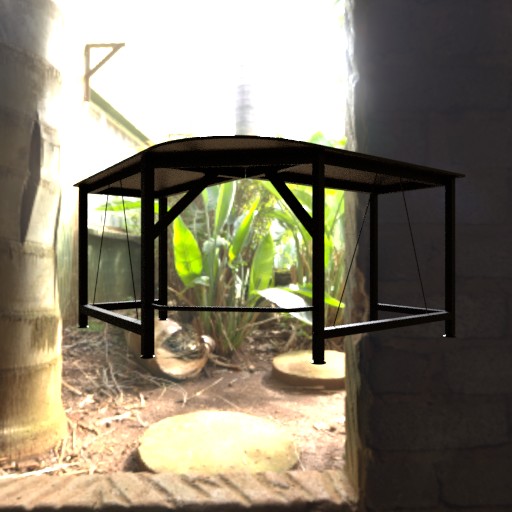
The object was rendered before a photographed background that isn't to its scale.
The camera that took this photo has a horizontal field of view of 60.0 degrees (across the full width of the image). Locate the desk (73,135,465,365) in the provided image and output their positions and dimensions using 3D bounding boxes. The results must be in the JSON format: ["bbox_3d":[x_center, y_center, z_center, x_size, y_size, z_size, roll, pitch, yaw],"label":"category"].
[{"bbox_3d":[0.000,0.000,2.221,1.400,0.762,1.400,0,0,-36],"label":"desk"}]
